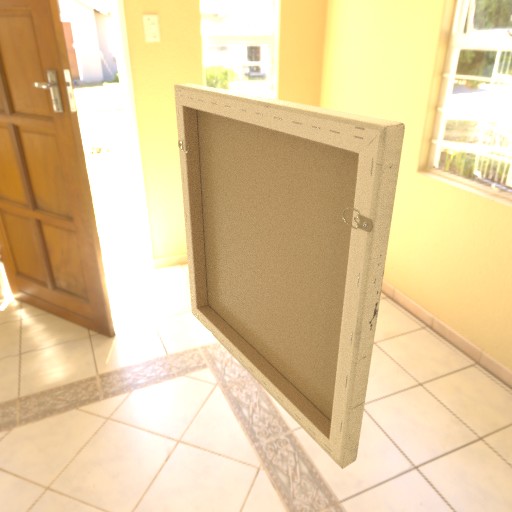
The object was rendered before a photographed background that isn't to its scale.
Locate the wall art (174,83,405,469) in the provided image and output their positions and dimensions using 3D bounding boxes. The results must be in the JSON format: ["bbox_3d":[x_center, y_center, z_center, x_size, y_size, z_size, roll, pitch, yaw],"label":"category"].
[{"bbox_3d":[0.000,0.000,0.903,0.040,0.611,0.610,-17,31,-30],"label":"wall art"}]
